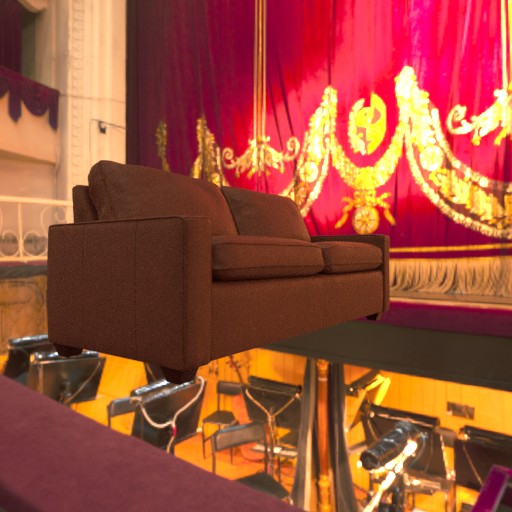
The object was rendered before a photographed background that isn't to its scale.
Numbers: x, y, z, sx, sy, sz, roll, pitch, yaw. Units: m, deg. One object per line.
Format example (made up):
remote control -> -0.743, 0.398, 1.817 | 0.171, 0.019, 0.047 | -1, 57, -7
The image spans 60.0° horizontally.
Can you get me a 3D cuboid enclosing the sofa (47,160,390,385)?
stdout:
sofa -> 0.000, 0.000, 2.599 | 0.940, 0.919, 2.080 | 0, 0, 36
